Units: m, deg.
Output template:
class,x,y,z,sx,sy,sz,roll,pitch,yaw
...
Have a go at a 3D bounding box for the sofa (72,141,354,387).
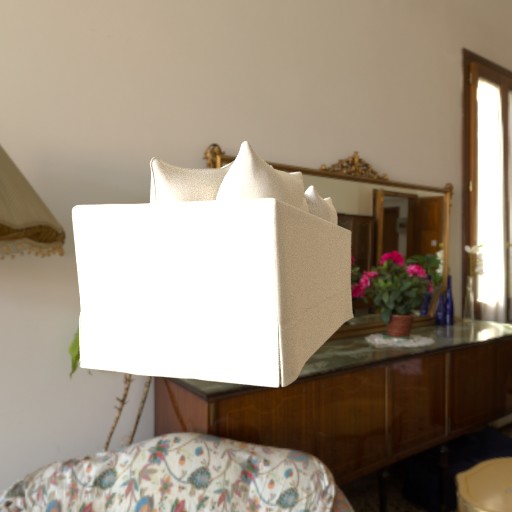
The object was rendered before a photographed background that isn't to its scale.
class,x,y,z,sx,sy,sz,roll,pitch,yaw
sofa,0.000,0.000,2.916,1.031,1.034,2.290,0,0,19
